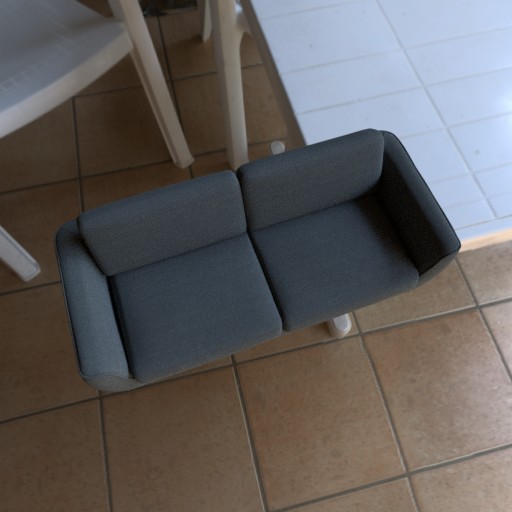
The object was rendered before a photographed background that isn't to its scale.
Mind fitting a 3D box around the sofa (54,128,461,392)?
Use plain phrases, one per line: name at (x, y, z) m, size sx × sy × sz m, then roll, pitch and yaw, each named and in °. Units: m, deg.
sofa at (0.000, 0.000, 2.468) m, size 2.000 × 0.850 × 0.920 m, roll -18°, pitch 66°, yaw -8°
